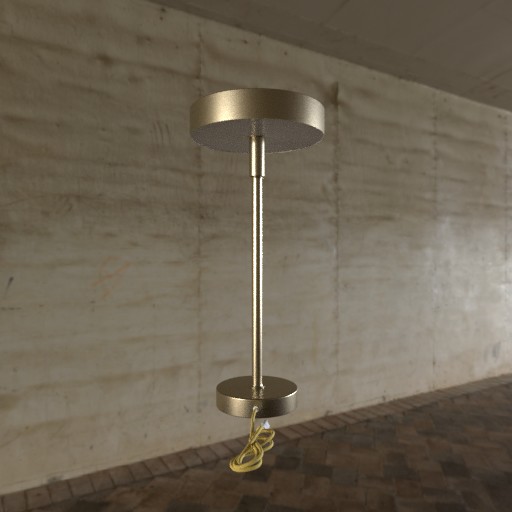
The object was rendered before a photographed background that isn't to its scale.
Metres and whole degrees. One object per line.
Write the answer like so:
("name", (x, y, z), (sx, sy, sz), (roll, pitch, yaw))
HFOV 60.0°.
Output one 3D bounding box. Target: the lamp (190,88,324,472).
("lamp", (0.000, 0.000, 0.691), (0.229, 0.508, 0.369), (0, 0, 1))
